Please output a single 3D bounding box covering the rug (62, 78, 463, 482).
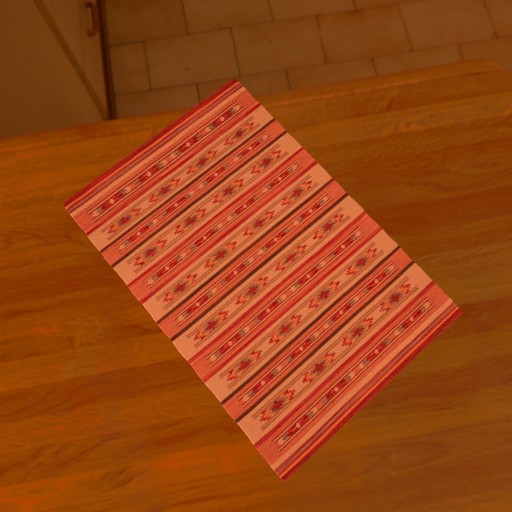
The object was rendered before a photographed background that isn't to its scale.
[{"bbox_3d":[0.000,0.000,2.331,1.223,0.008,1.817,-40,79,-10],"label":"rug"}]
